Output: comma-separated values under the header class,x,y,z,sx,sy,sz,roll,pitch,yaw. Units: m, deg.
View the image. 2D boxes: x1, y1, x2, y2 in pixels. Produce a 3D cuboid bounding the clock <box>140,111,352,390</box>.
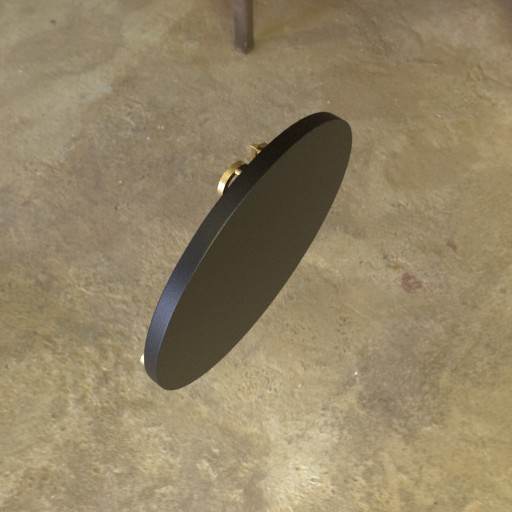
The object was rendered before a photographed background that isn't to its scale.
class,x,y,z,sx,sy,sz,roll,pitch,yaw
clock,0.000,0.000,0.663,0.038,0.454,0.454,34,69,16
